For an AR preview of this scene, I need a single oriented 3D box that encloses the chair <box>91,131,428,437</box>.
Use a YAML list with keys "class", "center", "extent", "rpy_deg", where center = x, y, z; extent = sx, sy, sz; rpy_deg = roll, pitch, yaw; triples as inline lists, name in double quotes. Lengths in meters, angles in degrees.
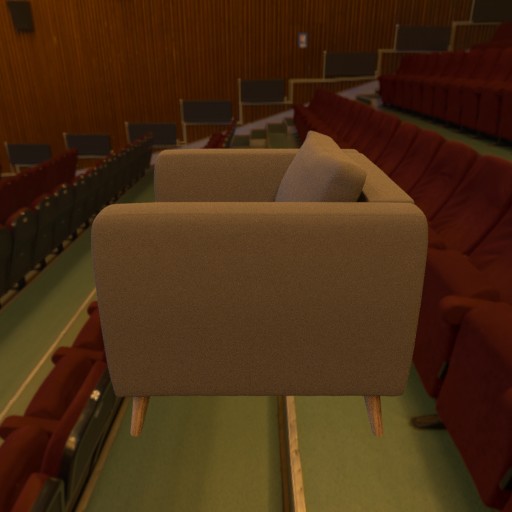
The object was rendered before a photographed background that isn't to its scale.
- class: "chair"
  center: [0.000, 0.000, 1.702]
  extent: [0.930, 0.860, 1.000]
  rpy_deg: [0, 24, 0]
